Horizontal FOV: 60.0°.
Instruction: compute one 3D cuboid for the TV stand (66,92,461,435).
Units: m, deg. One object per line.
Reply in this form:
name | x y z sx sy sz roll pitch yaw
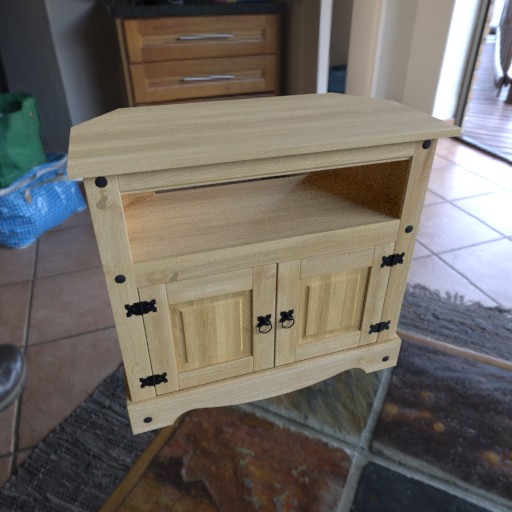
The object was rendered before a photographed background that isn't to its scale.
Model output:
TV stand | 0.000 0.000 1.281 0.851 0.781 0.425 -10 33 -15
